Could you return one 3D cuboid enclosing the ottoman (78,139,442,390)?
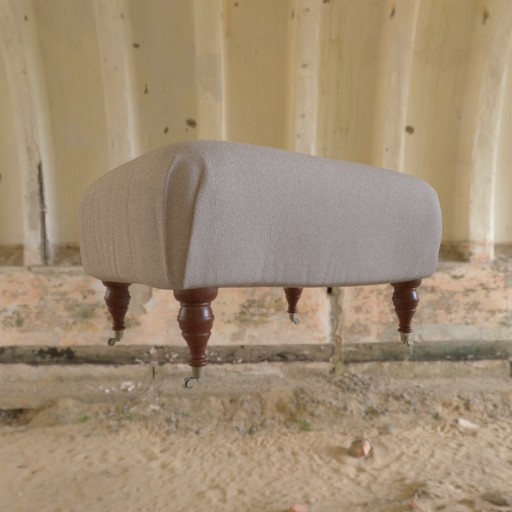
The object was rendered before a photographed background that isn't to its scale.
[{"bbox_3d":[0.000,0.000,1.106,0.746,0.450,0.622,0,0,-35],"label":"ottoman"}]
